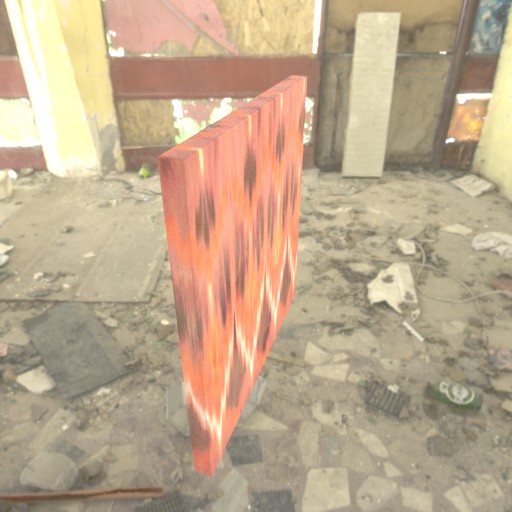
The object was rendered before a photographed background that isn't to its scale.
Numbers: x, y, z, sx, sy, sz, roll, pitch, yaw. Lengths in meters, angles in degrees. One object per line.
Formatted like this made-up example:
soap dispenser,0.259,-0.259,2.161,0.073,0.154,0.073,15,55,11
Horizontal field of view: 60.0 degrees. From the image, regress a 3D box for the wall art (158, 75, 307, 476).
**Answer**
wall art,0.000,0.000,0.915,0.037,0.609,0.603,10,33,16
